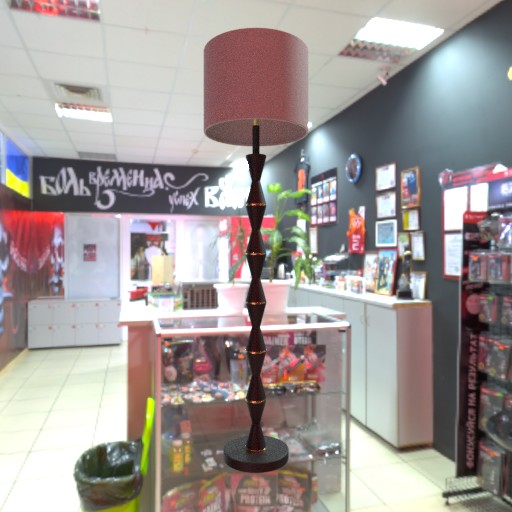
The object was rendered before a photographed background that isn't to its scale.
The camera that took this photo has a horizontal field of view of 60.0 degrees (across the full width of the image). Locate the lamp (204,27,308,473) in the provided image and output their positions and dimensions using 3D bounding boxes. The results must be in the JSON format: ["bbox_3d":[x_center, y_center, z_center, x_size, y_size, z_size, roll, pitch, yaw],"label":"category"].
[{"bbox_3d":[0.000,0.000,1.627,0.381,1.480,0.381,0,0,17],"label":"lamp"}]
